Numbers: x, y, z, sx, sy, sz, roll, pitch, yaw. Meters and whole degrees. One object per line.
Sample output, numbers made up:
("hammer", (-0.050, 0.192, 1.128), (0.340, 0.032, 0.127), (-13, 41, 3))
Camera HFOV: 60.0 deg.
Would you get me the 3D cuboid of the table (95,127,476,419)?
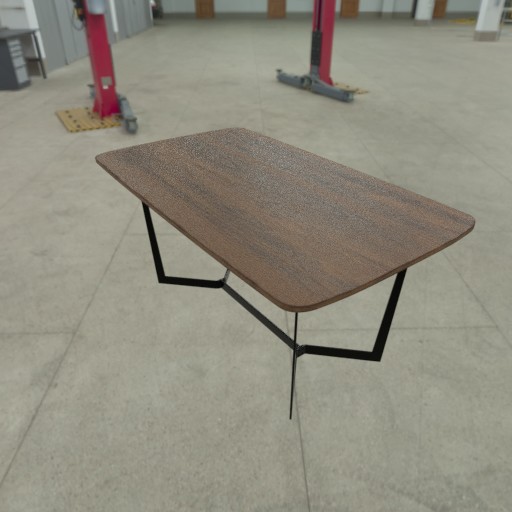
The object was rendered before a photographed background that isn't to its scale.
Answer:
("table", (0.000, 0.000, 2.167), (0.949, 0.765, 1.643), (-21, 37, -30))
